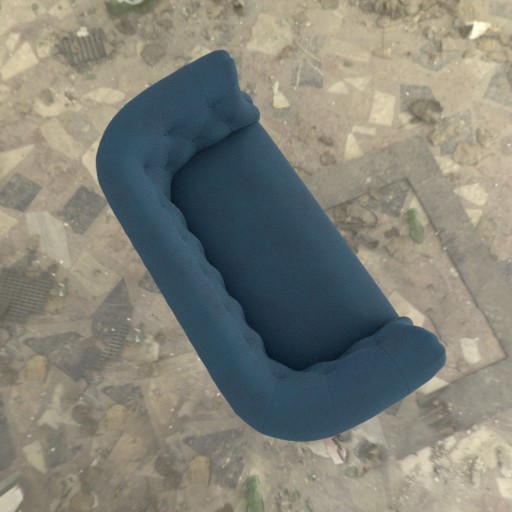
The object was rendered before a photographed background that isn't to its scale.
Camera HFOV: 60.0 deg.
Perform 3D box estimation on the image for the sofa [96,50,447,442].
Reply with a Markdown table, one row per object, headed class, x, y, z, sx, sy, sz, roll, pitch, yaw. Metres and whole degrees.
| class | x | y | z | sx | sy | sz | roll | pitch | yaw |
| --- | --- | --- | --- | --- | --- | --- | --- | --- | --- |
| sofa | 0.000 | 0.000 | 2.004 | 0.835 | 0.827 | 1.558 | -32 | 78 | -8 |
